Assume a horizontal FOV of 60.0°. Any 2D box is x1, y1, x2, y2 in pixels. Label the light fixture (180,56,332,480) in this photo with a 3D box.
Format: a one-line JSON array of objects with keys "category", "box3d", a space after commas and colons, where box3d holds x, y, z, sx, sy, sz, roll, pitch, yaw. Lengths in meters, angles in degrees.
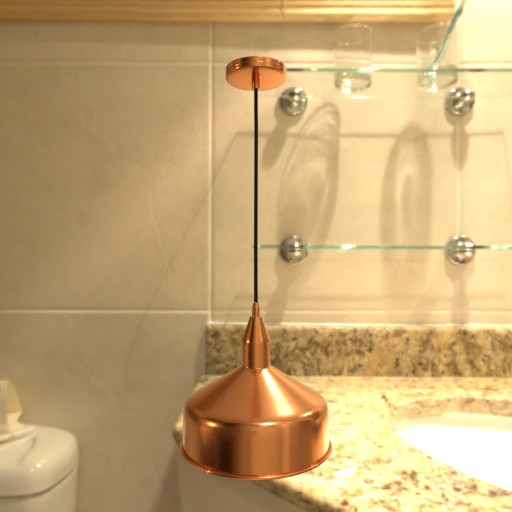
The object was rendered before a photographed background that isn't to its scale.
[{"category": "light fixture", "box3d": [0.000, 0.000, 0.893, 0.301, 0.754, 0.301, 1, -1, -37]}]
